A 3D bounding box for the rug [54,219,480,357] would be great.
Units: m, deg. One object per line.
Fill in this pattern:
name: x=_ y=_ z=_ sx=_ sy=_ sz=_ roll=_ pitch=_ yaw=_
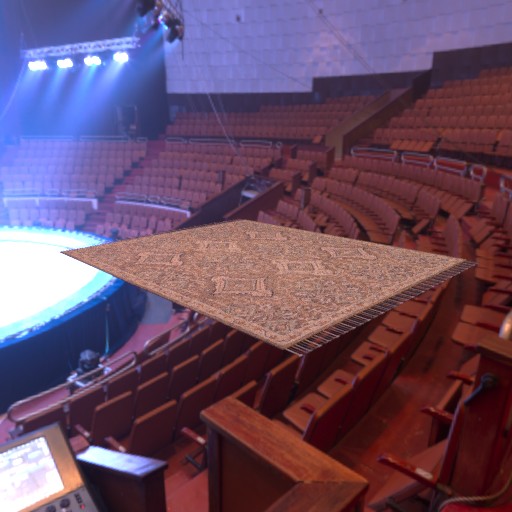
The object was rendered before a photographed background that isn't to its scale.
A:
rug: x=0.000 y=0.000 z=4.048 sx=2.437 sy=0.010 sz=3.056 roll=-14 pitch=20 yaw=-43
